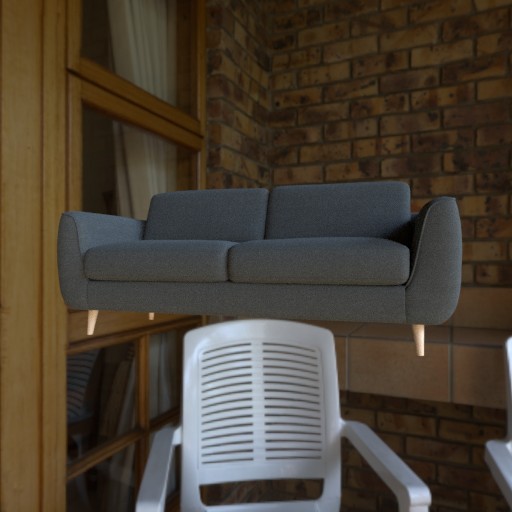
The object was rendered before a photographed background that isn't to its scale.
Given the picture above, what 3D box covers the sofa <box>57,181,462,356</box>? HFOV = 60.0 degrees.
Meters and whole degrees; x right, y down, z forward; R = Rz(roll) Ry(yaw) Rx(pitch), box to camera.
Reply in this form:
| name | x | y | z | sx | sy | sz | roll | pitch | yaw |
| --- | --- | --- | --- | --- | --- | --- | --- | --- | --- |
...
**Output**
| name | x | y | z | sx | sy | sz | roll | pitch | yaw |
| --- | --- | --- | --- | --- | --- | --- | --- | --- | --- |
| sofa | 0.000 | 0.000 | 2.445 | 2.000 | 0.850 | 0.920 | 0 | 0 | 18 |
